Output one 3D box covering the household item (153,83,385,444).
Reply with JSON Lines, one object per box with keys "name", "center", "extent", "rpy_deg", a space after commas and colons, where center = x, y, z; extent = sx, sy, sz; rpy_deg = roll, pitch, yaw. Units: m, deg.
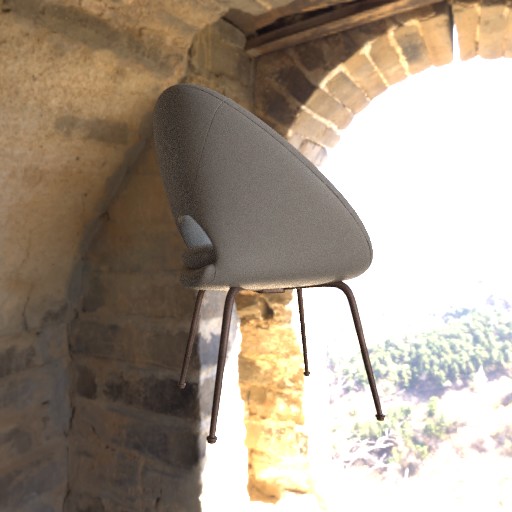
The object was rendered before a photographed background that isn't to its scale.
{"name": "household item", "center": [0.000, 0.000, 1.272], "extent": [0.573, 0.852, 0.623], "rpy_deg": [0, 0, -18]}
